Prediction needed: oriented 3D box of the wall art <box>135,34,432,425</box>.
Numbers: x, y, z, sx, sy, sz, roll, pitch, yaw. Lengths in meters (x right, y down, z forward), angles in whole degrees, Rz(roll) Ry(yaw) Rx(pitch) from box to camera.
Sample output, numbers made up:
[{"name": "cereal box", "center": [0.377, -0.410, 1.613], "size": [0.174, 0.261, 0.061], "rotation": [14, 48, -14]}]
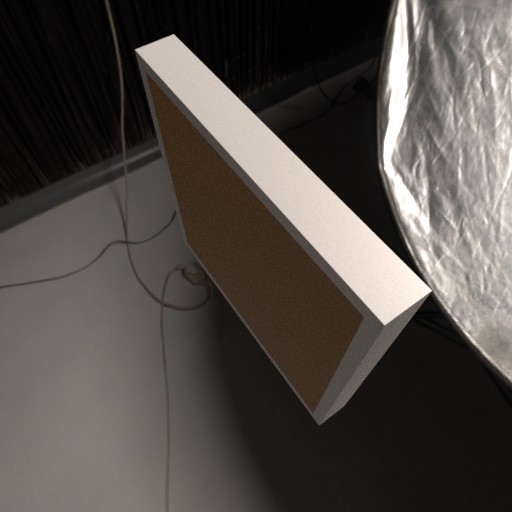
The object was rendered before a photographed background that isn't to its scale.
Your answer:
[{"name": "wall art", "center": [0.000, 0.000, 0.447], "size": [0.038, 0.302, 0.305], "rotation": [-31, 64, -17]}]
